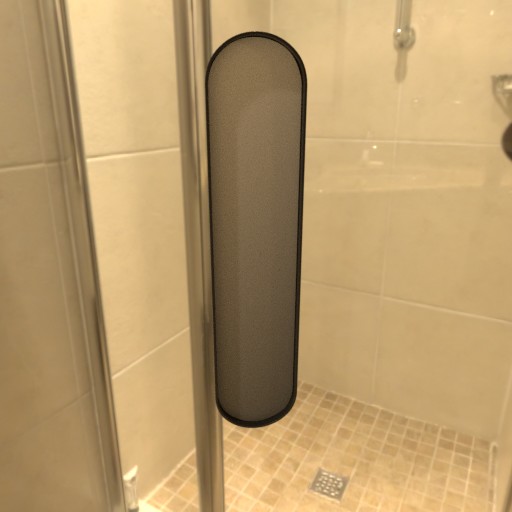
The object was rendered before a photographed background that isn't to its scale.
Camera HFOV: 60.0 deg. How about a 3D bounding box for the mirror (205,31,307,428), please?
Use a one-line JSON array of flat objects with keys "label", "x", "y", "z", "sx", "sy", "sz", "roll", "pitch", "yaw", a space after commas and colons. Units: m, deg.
[{"label": "mirror", "x": 0.000, "y": 0.000, "z": 1.087, "sx": 0.222, "sy": 0.991, "sz": 0.032, "roll": -2, "pitch": 18, "yaw": -7}]
